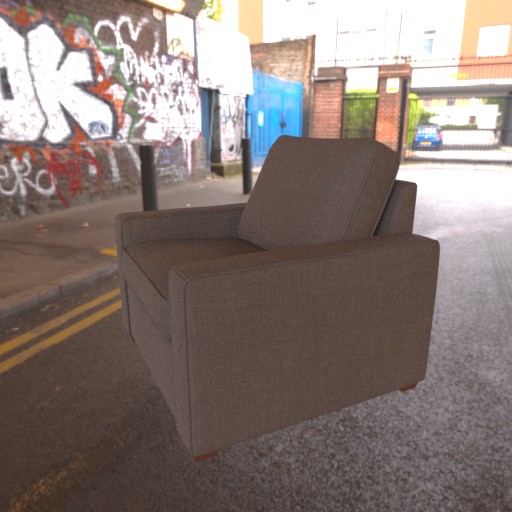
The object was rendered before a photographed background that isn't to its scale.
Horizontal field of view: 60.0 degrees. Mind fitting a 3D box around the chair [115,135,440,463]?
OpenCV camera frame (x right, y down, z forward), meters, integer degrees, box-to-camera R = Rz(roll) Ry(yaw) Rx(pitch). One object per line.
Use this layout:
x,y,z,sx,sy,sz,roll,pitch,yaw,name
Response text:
0.000,0.000,1.761,0.940,0.919,1.017,-8,18,-26,chair
